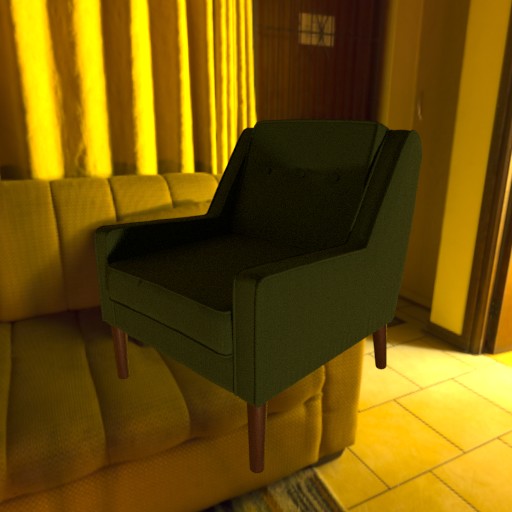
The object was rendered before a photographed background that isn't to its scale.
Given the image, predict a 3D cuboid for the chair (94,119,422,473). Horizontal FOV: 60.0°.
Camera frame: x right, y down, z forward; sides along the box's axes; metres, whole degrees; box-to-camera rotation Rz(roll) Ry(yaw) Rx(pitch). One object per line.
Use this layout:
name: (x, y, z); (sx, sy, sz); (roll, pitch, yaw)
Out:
chair: (0.000, 0.000, 1.340); (0.663, 0.792, 0.743); (15, 23, 40)
